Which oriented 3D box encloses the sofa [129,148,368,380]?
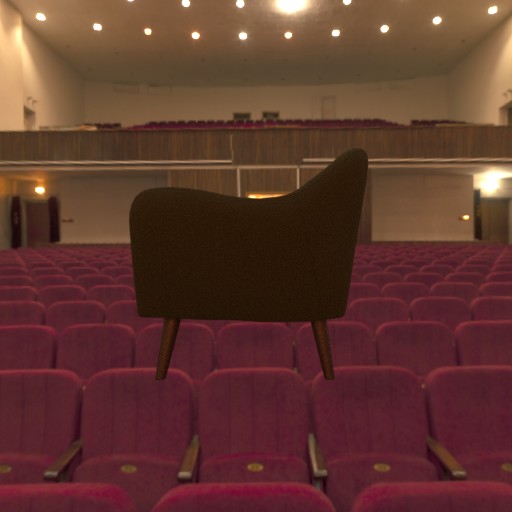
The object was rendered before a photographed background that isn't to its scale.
[{"bbox_3d":[0.000,0.000,2.304,0.820,0.836,1.840,0,1,1],"label":"sofa"}]
